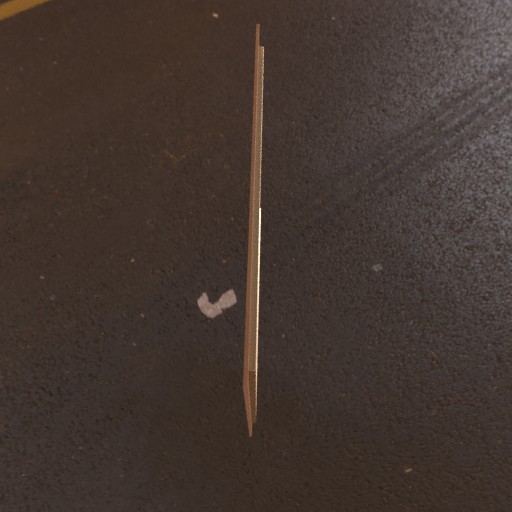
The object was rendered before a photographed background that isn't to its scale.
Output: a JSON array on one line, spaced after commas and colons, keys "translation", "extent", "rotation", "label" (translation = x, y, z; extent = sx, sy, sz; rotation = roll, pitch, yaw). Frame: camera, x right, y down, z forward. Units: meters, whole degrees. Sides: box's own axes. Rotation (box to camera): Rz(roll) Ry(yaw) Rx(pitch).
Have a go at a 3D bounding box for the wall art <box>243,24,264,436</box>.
[{"translation": [0.000, 0.000, 1.665], "extent": [0.025, 1.067, 1.168], "rotation": [1, 63, 1], "label": "wall art"}]
